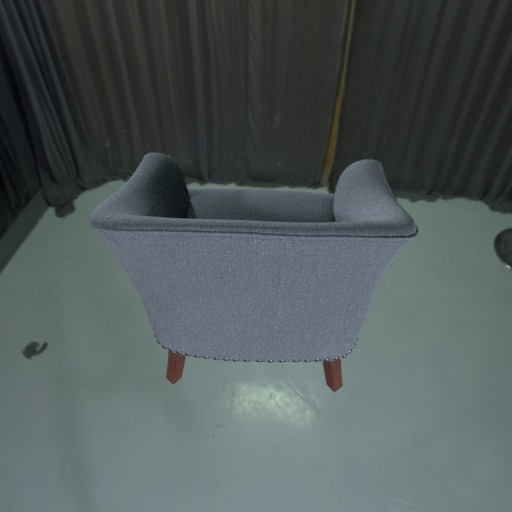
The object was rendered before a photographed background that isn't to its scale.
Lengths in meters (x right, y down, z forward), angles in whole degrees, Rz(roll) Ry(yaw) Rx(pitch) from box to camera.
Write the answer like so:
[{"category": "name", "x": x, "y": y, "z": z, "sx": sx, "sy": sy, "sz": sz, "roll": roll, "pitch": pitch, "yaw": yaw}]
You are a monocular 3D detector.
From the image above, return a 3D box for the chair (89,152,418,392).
[{"category": "chair", "x": 0.000, "y": 0.000, "z": 1.404, "sx": 0.798, "sy": 0.815, "sz": 0.704, "roll": 2, "pitch": 45, "yaw": 3}]
